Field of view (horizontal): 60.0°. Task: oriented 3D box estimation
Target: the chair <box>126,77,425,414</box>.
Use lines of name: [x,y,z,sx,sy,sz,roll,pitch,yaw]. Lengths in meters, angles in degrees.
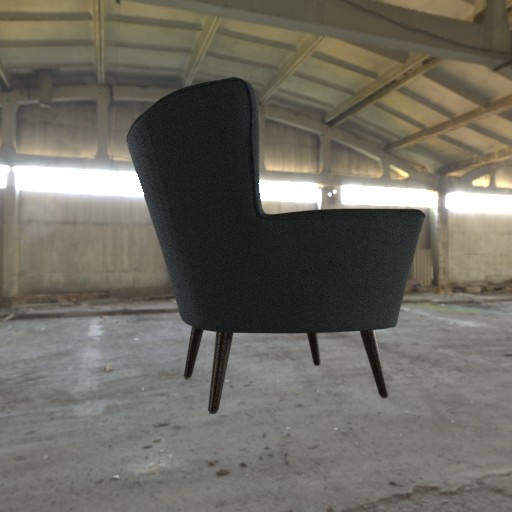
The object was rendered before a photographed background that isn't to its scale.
chair: [0.000,0.000,1.579,0.888,0.933,0.781,0,-1,-19]
